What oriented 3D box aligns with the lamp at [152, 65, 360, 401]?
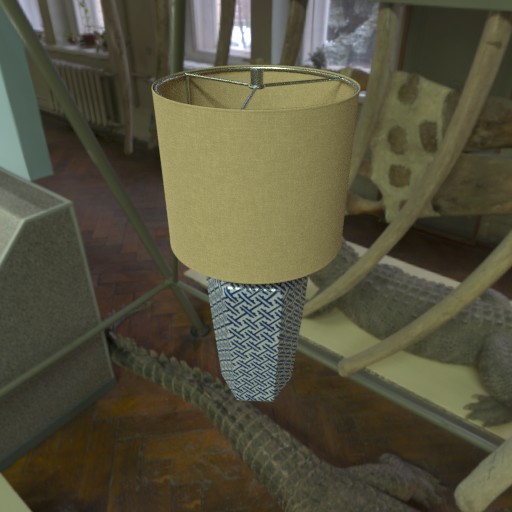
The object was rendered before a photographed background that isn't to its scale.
[{"bbox_3d":[0.000,0.000,0.865,0.320,0.682,0.320,23,39,31],"label":"lamp"}]
